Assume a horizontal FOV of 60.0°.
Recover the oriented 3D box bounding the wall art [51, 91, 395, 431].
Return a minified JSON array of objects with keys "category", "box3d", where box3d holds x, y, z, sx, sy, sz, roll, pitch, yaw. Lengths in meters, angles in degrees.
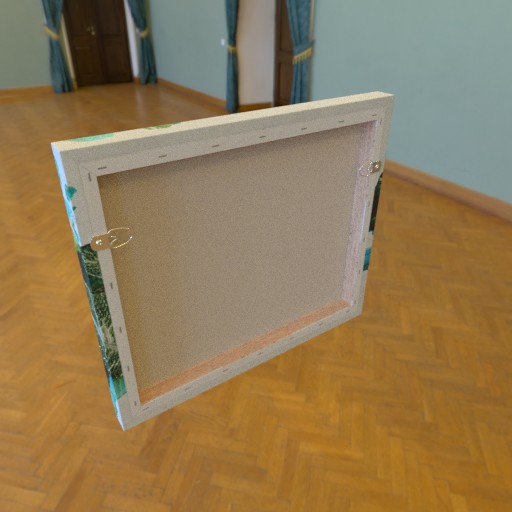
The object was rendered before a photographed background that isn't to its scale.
[{"category":"wall art","box3d":[0.000,0.000,0.696,0.507,0.435,0.041,-19,36,-29]}]
